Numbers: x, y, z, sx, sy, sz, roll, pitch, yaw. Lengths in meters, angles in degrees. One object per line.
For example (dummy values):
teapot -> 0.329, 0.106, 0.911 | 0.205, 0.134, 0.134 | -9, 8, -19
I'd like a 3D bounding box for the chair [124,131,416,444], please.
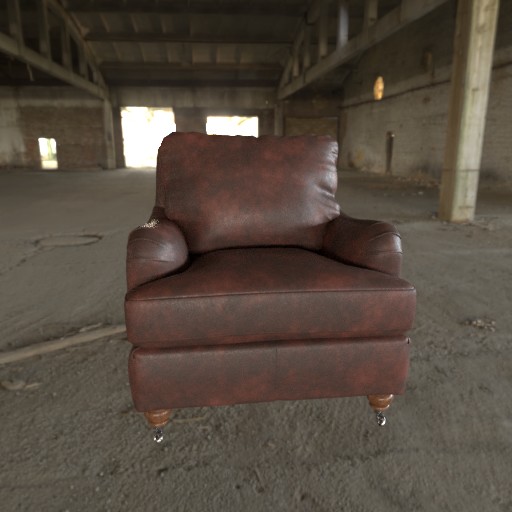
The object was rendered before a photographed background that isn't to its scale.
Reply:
chair -> 0.000, 0.000, 1.929 | 0.987, 1.051, 1.156 | -2, 14, -7
